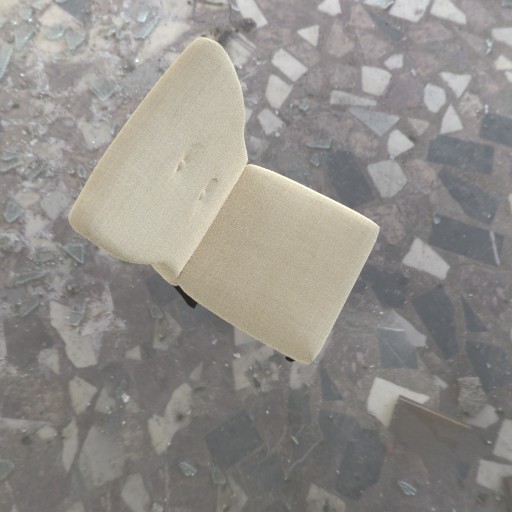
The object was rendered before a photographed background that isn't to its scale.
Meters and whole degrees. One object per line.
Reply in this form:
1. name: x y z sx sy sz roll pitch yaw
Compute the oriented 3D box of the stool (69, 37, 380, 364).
1. stool: 0.000 0.000 1.411 0.603 1.124 0.516 28 77 7
